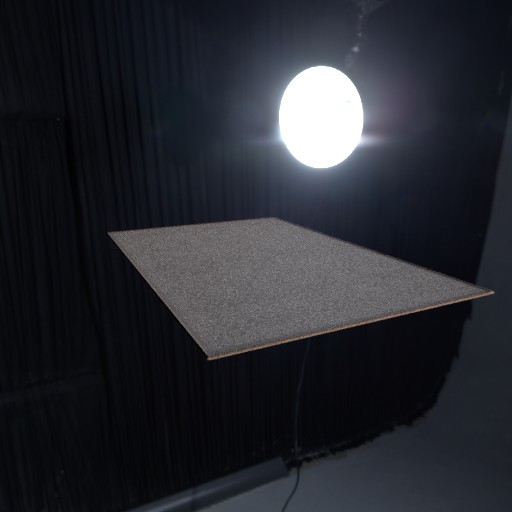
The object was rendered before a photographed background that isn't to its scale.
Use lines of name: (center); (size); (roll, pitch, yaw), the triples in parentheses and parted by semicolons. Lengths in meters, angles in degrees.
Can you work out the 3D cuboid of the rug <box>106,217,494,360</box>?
rug: (0.000, 0.000, 2.865); (1.524, 0.011, 2.286); (-8, 17, -25)
